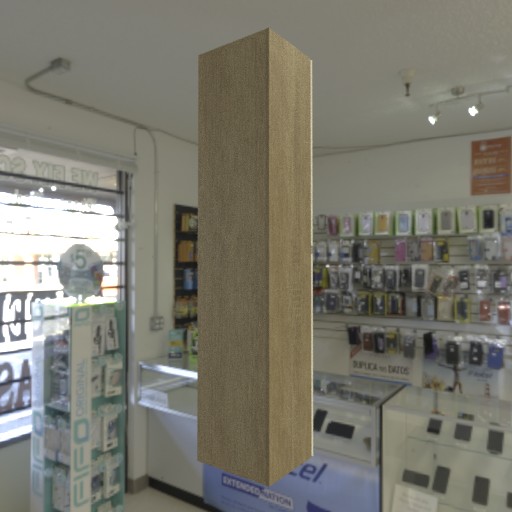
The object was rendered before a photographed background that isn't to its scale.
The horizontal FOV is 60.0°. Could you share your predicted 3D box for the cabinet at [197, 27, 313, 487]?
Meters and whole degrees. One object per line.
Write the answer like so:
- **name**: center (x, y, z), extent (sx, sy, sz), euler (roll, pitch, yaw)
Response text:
- **cabinet**: center (0.000, 0.000, 1.548), extent (0.300, 1.400, 0.270), euler (-1, -2, 37)
